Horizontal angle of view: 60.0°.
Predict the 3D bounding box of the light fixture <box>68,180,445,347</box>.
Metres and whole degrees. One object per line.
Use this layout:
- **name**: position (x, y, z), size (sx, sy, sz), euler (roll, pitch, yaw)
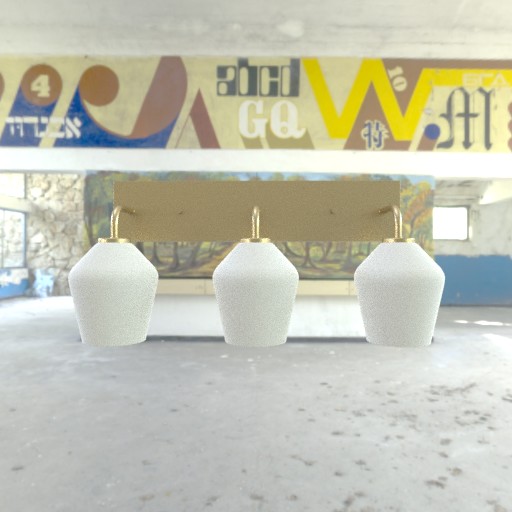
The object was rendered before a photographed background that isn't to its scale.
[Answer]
- **light fixture**: position (0.000, 0.000, 0.755), size (0.609, 0.280, 0.190), euler (0, 0, 1)
